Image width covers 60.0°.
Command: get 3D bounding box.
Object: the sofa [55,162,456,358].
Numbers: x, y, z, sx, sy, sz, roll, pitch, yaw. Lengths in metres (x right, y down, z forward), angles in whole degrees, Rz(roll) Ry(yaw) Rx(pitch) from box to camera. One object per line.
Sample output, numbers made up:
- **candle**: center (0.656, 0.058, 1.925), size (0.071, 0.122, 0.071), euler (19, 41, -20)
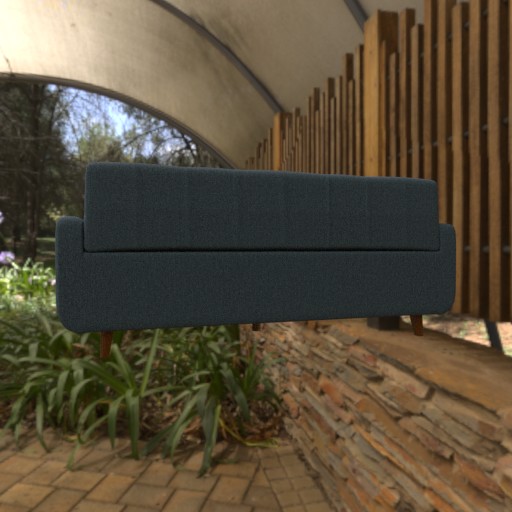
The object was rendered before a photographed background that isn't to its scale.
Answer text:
- **sofa**: center (0.000, 0.000, 2.603), size (2.055, 0.884, 0.942), euler (0, 1, -17)
